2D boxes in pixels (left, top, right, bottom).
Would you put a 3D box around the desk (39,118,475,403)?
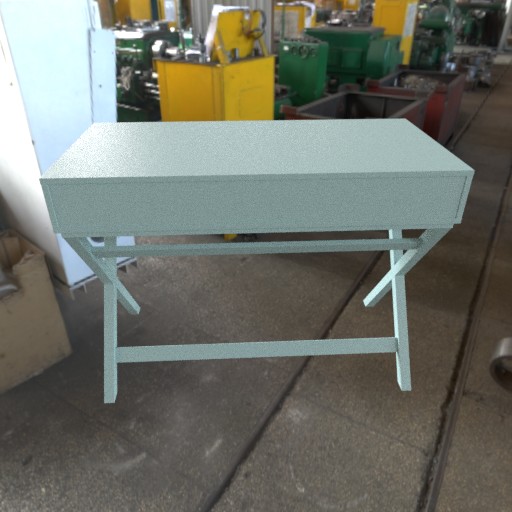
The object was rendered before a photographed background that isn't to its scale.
[{"bbox_3d":[0.000,0.000,1.499,1.057,0.780,0.525,-2,31,-3],"label":"desk"}]
